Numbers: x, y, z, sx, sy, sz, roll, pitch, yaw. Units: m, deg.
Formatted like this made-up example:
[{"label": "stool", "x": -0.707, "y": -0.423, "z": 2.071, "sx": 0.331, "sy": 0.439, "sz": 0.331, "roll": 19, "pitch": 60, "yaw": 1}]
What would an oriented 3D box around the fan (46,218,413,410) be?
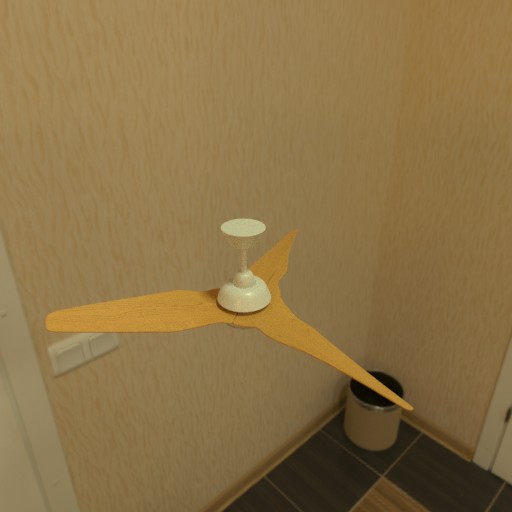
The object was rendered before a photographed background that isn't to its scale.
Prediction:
[{"label": "fan", "x": 0.000, "y": 0.000, "z": 1.628, "sx": 1.142, "sy": 0.355, "sz": 1.010, "roll": 8, "pitch": 28, "yaw": 16}]
